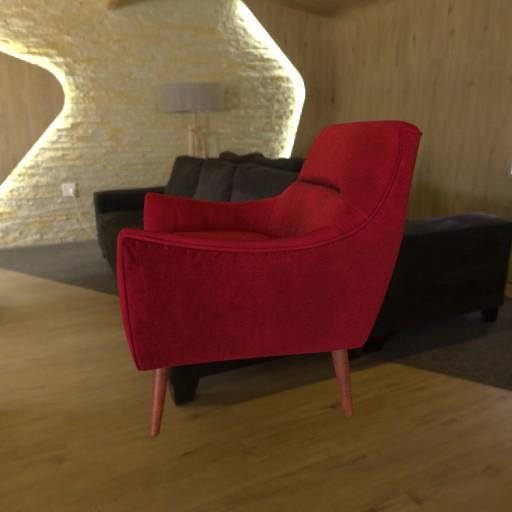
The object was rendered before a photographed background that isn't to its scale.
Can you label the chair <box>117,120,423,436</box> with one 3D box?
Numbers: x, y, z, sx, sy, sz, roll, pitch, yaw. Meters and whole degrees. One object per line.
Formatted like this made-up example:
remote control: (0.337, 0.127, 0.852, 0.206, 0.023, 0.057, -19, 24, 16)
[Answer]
chair: (0.000, 0.000, 1.442, 0.787, 0.838, 0.762, -2, 15, -8)
